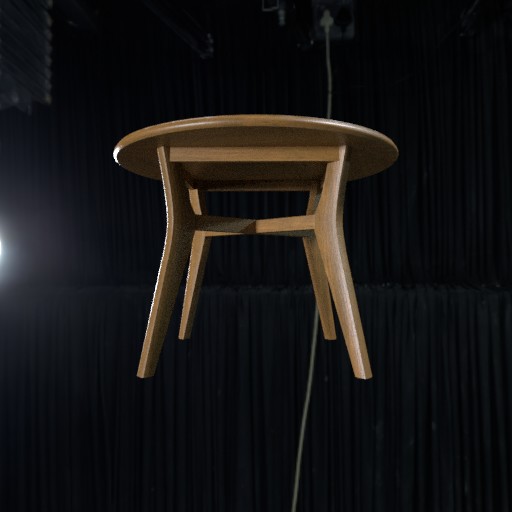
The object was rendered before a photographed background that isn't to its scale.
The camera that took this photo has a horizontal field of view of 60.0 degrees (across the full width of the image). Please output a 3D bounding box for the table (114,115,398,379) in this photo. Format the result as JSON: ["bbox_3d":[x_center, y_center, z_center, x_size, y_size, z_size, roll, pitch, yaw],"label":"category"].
[{"bbox_3d":[0.000,0.000,1.722,1.055,0.757,1.055,0,-1,0],"label":"table"}]
